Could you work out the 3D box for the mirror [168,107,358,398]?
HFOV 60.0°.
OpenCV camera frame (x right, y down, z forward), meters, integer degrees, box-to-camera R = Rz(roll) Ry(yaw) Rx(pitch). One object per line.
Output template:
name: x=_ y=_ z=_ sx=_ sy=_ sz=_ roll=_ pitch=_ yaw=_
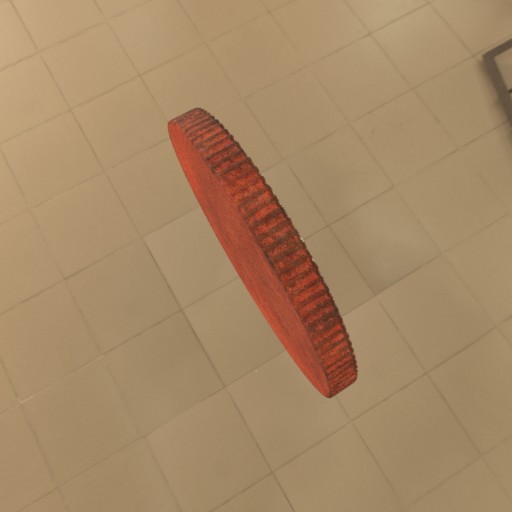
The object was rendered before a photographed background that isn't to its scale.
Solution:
mirror: x=0.000 y=0.000 z=0.897 sx=0.056 sy=0.609 sz=0.609 roll=-30 pitch=78 yaw=-7
